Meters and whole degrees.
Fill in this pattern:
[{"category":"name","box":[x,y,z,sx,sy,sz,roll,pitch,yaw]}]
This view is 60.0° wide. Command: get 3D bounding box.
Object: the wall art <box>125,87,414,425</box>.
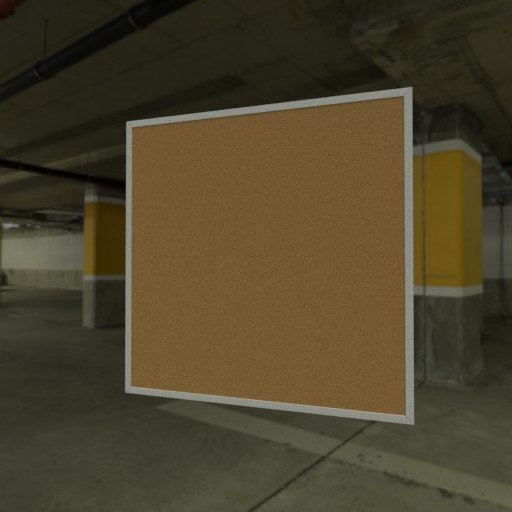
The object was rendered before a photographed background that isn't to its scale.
[{"category":"wall art","box":[0.000,0.000,1.141,0.762,0.762,0.038,0,-1,19]}]
